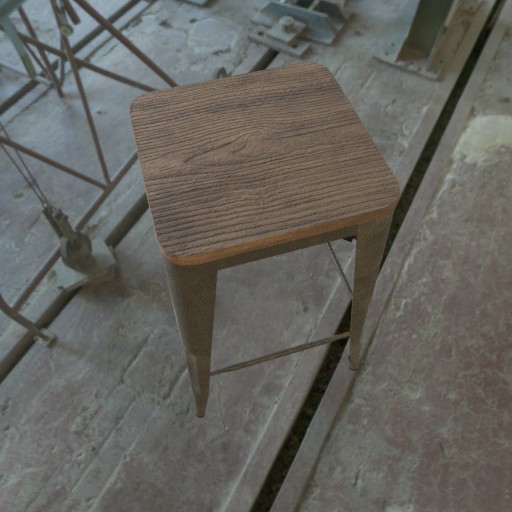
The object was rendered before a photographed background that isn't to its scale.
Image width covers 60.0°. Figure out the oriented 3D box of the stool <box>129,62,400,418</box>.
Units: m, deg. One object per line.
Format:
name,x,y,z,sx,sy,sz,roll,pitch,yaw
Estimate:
stool,0.000,0.000,0.886,0.407,0.607,0.407,-14,60,-9
